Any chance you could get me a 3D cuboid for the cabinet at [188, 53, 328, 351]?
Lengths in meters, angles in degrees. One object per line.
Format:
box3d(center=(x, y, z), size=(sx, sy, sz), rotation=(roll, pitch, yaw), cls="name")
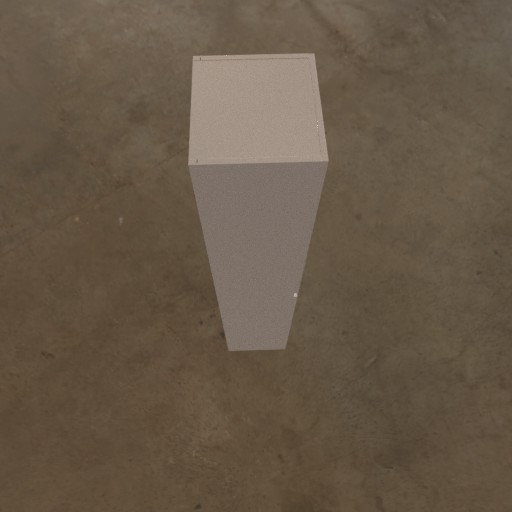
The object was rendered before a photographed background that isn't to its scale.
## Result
box3d(center=(0.000, 0.000, 1.542), size=(0.269, 1.400, 0.300), rotation=(-2, 64, -1), cls="cabinet")
